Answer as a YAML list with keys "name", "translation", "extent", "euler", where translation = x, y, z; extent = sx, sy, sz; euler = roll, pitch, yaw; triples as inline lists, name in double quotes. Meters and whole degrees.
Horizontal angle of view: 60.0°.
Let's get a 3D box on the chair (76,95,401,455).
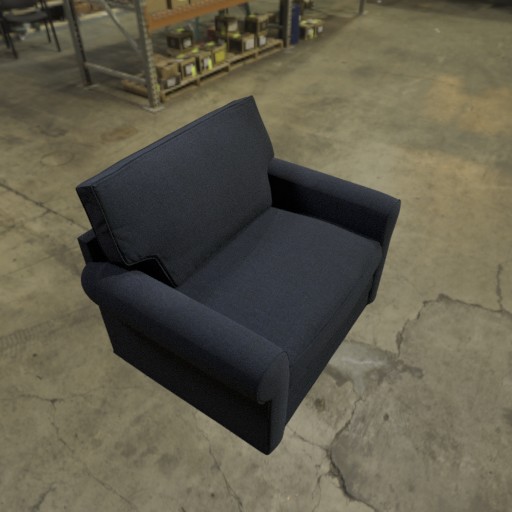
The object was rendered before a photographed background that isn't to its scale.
- name: "chair"
  translation: [0.000, 0.000, 2.047]
  extent: [0.963, 1.044, 1.285]
  euler: [24, 46, 25]
